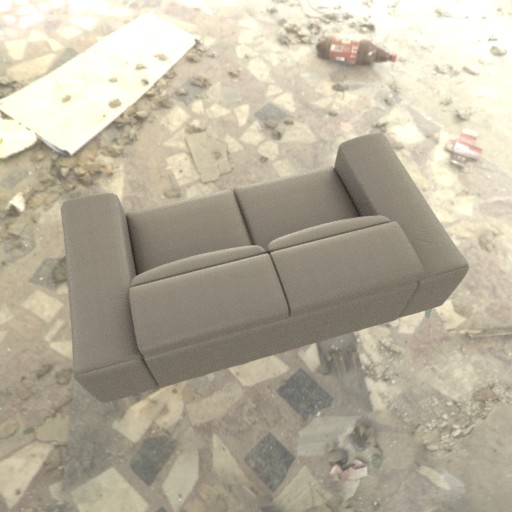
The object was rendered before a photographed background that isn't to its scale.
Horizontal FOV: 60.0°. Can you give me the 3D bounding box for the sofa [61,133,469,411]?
[{"bbox_3d":[0.000,0.000,2.447,1.930,0.753,1.024,-14,59,-9],"label":"sofa"}]
